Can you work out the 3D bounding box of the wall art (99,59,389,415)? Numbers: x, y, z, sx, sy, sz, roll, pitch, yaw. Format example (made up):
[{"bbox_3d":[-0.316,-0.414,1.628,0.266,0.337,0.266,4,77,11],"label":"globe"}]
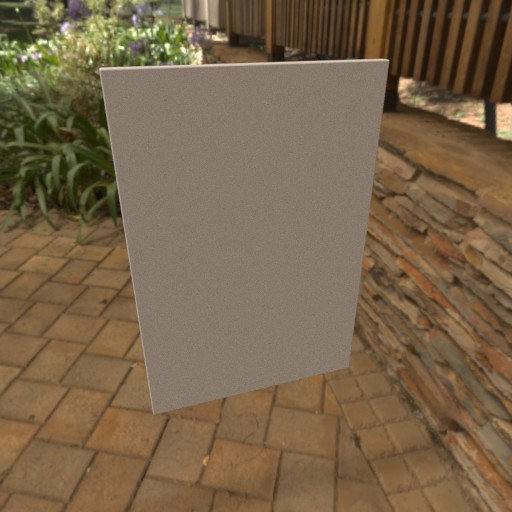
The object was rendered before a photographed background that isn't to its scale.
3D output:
[{"bbox_3d":[0.000,0.000,1.017,0.556,0.813,0.026,-9,30,-16],"label":"wall art"}]
